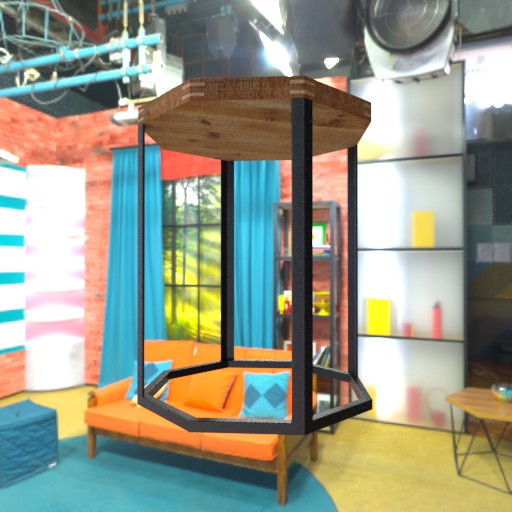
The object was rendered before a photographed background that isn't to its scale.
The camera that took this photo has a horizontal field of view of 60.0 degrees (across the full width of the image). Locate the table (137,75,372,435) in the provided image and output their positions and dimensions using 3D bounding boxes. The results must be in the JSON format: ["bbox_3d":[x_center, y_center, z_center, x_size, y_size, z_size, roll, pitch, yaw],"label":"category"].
[{"bbox_3d":[0.000,0.000,0.885,0.458,0.543,0.458,0,0,-19],"label":"table"}]
